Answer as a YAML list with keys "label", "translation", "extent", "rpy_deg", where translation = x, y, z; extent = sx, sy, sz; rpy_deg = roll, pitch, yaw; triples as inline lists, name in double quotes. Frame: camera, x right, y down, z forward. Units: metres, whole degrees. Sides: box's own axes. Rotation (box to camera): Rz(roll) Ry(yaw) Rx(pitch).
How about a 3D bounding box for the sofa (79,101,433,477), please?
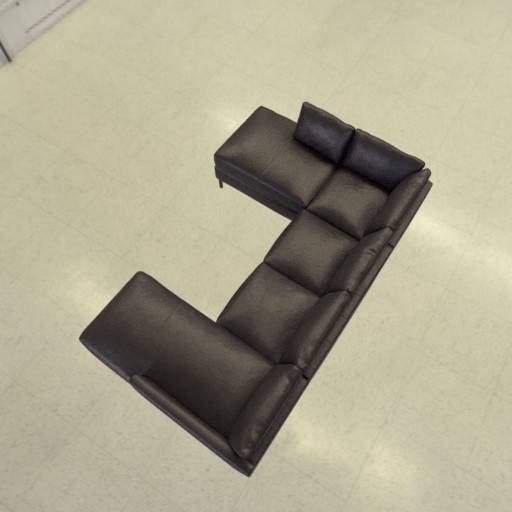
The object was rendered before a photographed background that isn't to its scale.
- label: "sofa"
  translation: [0.000, 0.000, 3.914]
  extent: [1.939, 0.900, 2.956]
  rpy_deg: [32, 67, 15]
